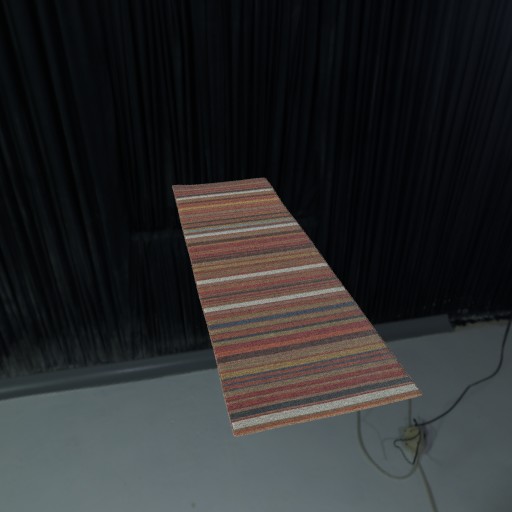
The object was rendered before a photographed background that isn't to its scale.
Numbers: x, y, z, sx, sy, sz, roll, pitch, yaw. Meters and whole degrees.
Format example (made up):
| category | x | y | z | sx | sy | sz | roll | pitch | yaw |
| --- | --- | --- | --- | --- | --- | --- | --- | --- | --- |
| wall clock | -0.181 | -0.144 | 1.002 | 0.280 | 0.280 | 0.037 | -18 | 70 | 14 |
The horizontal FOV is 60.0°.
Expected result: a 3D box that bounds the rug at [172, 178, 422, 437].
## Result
| category | x | y | z | sx | sy | sz | roll | pitch | yaw |
| --- | --- | --- | --- | --- | --- | --- | --- | --- | --- |
| rug | 0.000 | 0.000 | 2.745 | 0.799 | 0.030 | 2.444 | -8 | 33 | -12 |
